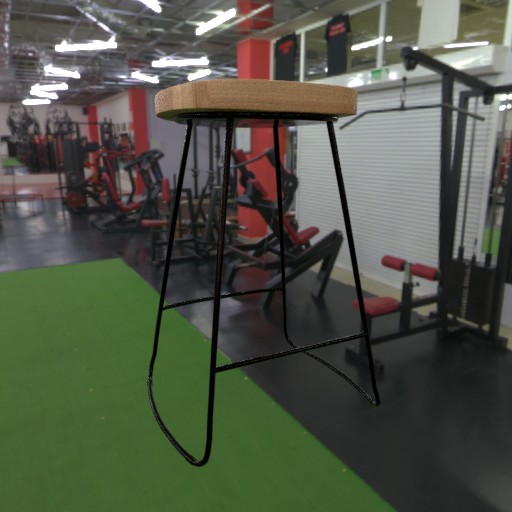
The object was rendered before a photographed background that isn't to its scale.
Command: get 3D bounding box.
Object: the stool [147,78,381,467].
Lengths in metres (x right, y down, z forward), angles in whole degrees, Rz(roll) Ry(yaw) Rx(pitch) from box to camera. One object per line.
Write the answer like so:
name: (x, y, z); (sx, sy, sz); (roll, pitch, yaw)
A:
stool: (0.000, 0.000, 0.975); (0.480, 0.679, 0.401); (-7, 15, -26)
